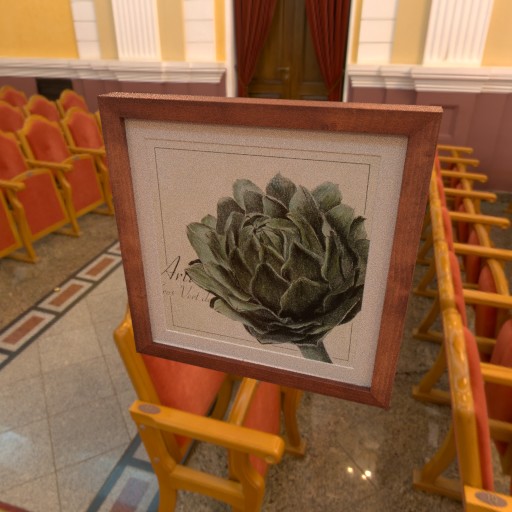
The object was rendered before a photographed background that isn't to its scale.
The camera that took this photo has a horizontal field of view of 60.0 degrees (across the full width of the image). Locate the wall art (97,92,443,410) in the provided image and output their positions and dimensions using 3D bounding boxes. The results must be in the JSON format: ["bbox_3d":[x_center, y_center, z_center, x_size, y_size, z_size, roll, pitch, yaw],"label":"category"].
[{"bbox_3d":[0.000,0.000,0.578,0.386,0.385,0.038,8,28,16],"label":"wall art"}]
